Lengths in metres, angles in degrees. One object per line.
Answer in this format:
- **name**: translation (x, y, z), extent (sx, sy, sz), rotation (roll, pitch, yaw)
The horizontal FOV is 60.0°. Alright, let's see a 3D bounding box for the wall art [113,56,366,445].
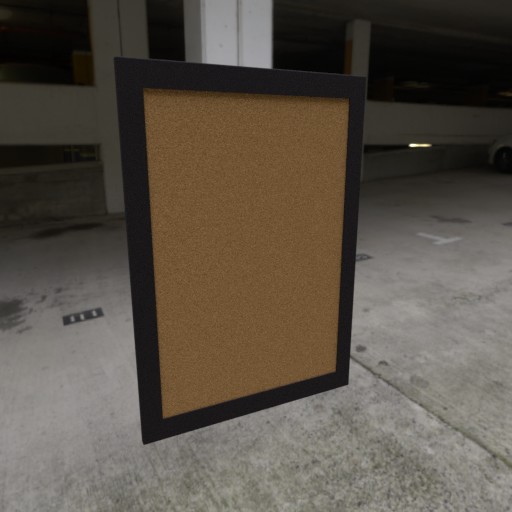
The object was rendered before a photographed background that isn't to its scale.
- **wall art**: translation (0.000, 0.000, 0.670), extent (0.374, 0.529, 0.012), rotation (-7, 16, -26)
